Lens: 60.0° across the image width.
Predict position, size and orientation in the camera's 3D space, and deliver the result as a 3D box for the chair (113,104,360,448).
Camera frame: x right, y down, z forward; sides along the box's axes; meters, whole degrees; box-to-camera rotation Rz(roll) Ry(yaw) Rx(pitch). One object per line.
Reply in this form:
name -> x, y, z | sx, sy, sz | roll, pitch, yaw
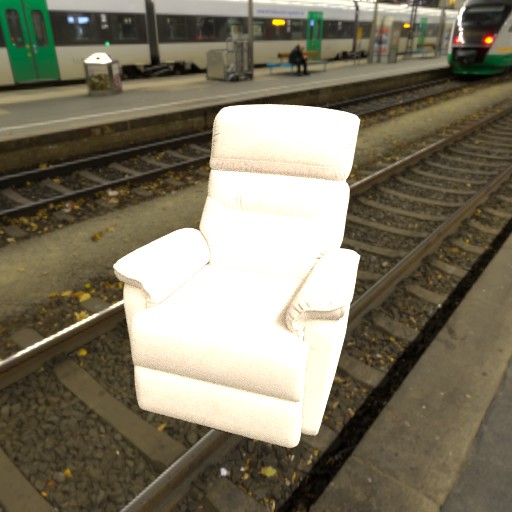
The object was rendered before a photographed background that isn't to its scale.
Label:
chair -> 0.000, 0.000, 1.769 | 0.820, 1.039, 1.001 | 8, 28, 16
